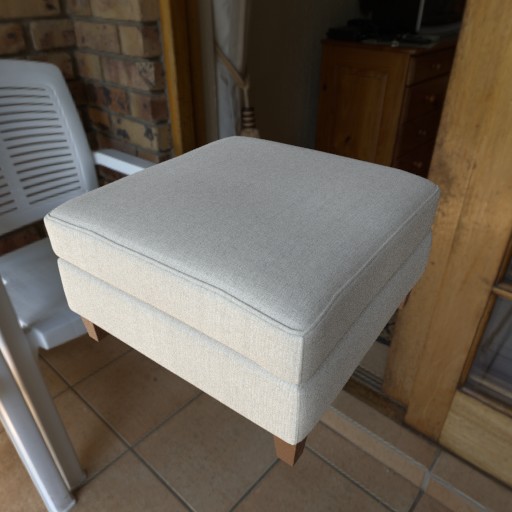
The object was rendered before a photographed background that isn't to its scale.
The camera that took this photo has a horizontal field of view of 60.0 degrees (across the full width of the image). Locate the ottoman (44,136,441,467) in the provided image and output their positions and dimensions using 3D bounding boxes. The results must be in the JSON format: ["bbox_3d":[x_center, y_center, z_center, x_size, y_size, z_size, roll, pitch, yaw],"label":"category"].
[{"bbox_3d":[0.000,0.000,1.354,0.838,0.503,0.838,21,38,30],"label":"ottoman"}]
